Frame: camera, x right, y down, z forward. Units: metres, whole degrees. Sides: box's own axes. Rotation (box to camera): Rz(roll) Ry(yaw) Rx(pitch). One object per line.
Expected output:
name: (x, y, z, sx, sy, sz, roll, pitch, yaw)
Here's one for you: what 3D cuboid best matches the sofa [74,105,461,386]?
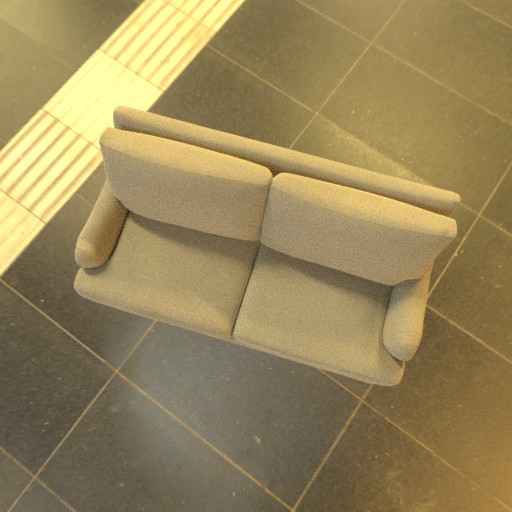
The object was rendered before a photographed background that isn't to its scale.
sofa: (0.000, 0.000, 2.736, 2.070, 0.997, 1.091, 16, 76, 4)
